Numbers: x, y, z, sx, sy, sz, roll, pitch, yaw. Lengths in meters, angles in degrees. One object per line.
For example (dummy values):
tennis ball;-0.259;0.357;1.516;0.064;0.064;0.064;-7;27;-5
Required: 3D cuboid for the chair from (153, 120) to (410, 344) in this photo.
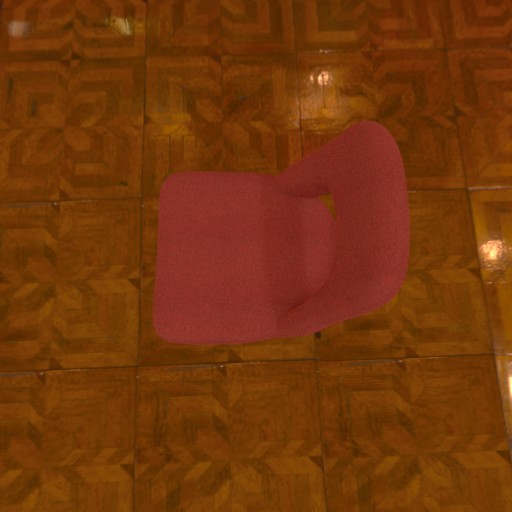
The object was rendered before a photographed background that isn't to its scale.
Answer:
chair;0.000;0.000;1.229;0.569;0.892;0.483;0;76;0
